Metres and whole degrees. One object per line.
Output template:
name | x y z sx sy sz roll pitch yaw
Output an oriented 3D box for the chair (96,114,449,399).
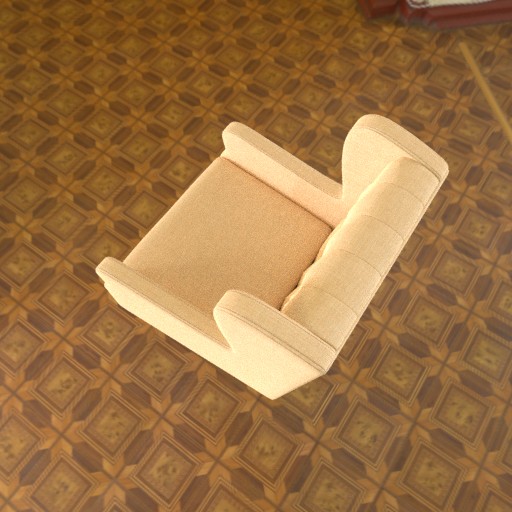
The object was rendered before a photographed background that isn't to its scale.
chair | 0.000 0.000 1.463 0.760 0.930 0.710 32 68 14
